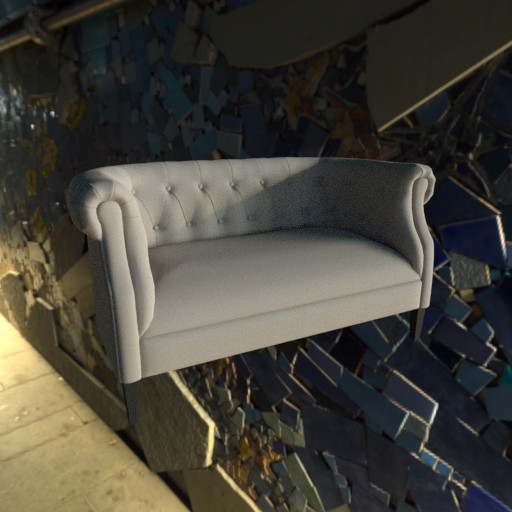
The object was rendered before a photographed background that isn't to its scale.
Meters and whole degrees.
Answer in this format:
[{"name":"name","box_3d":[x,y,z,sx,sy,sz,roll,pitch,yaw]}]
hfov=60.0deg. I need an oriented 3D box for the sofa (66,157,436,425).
[{"name":"sofa","box_3d":[0.000,0.000,2.033,1.558,0.827,0.835,-8,18,-26]}]
